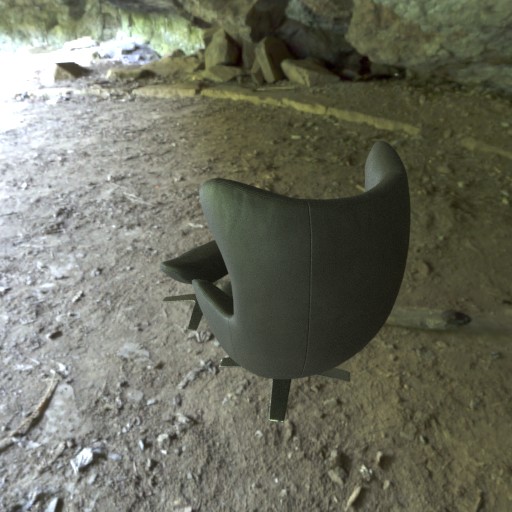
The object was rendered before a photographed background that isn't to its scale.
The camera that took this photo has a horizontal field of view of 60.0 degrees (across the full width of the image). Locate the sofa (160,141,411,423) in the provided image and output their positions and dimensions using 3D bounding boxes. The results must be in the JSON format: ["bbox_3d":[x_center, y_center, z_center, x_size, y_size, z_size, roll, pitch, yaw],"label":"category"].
[{"bbox_3d":[0.000,0.000,2.149,0.894,1.135,1.444,-19,34,-31],"label":"sofa"}]
